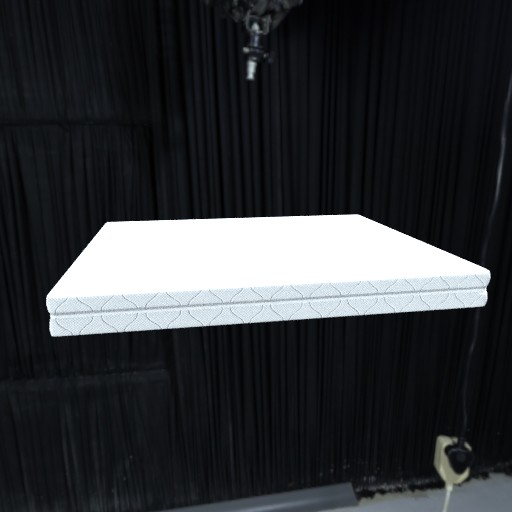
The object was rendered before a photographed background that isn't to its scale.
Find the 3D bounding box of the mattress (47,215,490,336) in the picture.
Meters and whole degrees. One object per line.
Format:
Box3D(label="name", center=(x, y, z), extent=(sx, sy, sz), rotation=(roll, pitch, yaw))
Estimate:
Box3D(label="mattress", center=(0.000, 0.000, 2.726), extent=(2.000, 0.200, 1.600), rotation=(-3, 15, -10))
